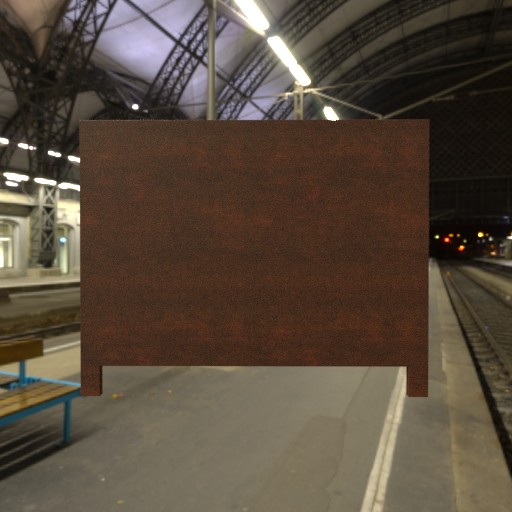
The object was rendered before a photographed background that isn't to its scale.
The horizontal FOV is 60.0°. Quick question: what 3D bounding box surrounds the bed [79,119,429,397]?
[{"bbox_3d":[0.000,0.000,3.125,1.600,1.270,2.184,0,1,1],"label":"bed"}]
